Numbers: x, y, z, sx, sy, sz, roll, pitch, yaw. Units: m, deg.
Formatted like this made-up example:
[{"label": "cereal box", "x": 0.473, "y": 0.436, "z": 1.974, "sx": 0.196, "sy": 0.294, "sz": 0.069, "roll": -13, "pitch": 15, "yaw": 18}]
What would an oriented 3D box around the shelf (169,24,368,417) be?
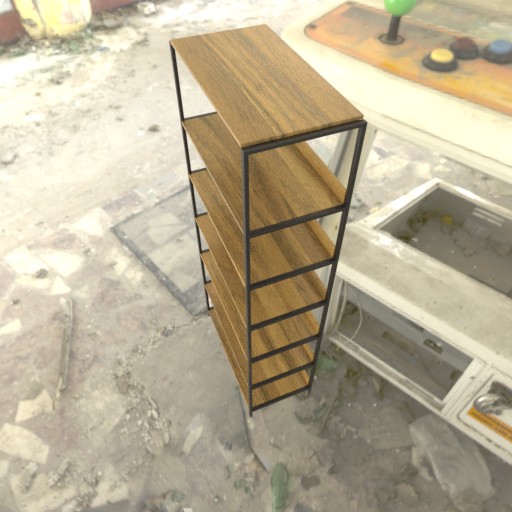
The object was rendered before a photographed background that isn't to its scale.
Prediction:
[{"label": "shelf", "x": 0.000, "y": 0.000, "z": 2.374, "sx": 0.431, "sy": 2.015, "sz": 0.847, "roll": -17, "pitch": 51, "yaw": -15}]
